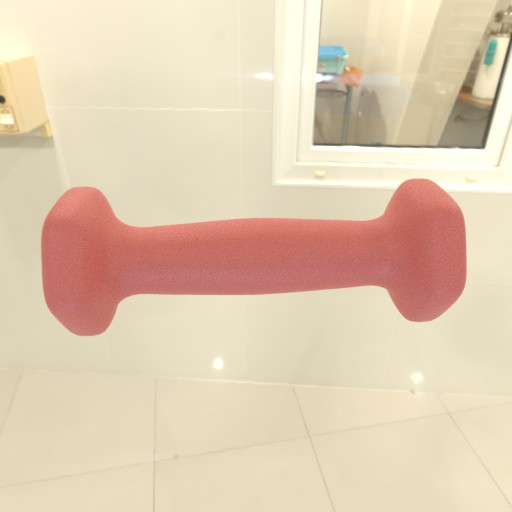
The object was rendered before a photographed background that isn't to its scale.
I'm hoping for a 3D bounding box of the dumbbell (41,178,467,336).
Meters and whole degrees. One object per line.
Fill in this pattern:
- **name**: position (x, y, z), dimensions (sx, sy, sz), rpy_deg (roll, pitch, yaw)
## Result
- **dumbbell**: position (0.000, 0.000, 0.141), dimensions (0.123, 0.043, 0.047), rpy_deg (-2, 32, -3)
